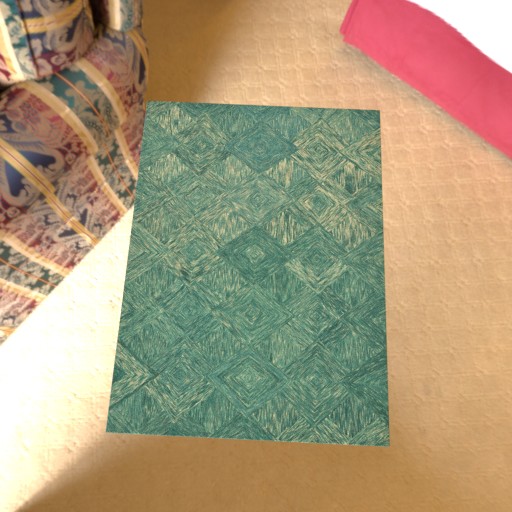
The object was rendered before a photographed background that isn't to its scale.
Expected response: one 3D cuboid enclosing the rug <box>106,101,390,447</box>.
[{"bbox_3d":[0.000,0.000,4.164,2.405,0.027,3.217,3,75,1],"label":"rug"}]
